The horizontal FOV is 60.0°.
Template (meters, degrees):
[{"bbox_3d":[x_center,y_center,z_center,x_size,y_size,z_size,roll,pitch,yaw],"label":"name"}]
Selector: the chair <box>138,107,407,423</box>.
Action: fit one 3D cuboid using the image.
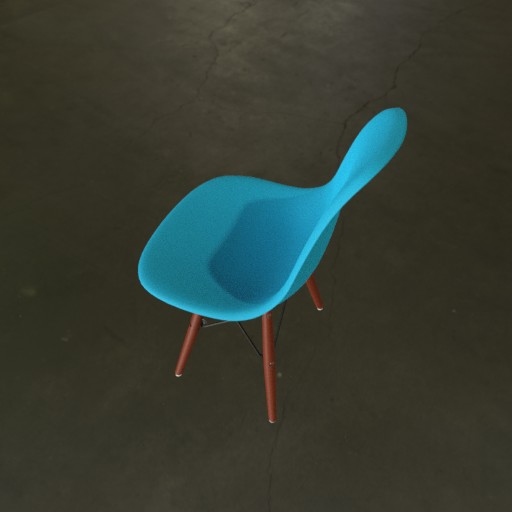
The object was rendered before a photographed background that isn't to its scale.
[{"bbox_3d":[0.000,0.000,1.108,0.533,0.826,0.470,17,50,14],"label":"chair"}]
